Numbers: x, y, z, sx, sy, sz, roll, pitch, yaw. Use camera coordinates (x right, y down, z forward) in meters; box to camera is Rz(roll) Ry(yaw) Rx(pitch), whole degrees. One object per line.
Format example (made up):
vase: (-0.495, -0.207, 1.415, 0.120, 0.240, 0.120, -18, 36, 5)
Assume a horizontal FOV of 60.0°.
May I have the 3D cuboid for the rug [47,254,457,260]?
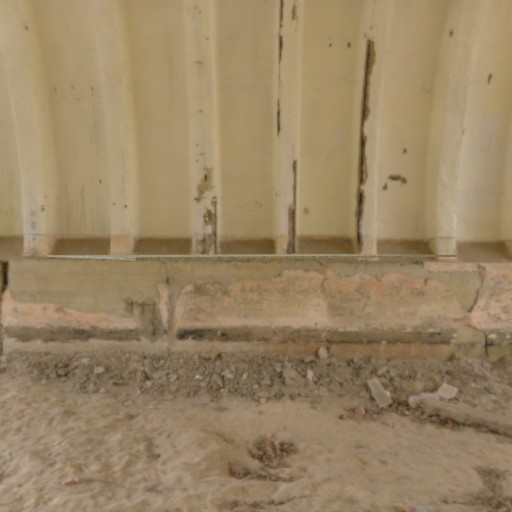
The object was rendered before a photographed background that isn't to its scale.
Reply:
rug: (0.000, 0.000, 2.971, 2.283, 0.013, 1.547, 0, 1, -37)
